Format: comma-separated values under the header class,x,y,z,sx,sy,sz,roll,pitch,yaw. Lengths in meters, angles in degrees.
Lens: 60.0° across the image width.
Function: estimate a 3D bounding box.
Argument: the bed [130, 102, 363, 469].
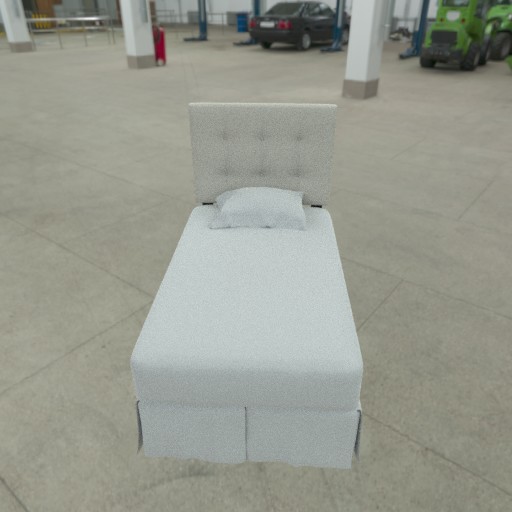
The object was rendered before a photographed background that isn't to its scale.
class,x,y,z,sx,sy,sz,roll,pitch,yaw
bed,0.000,0.000,2.940,1.261,1.571,1.997,1,30,3
